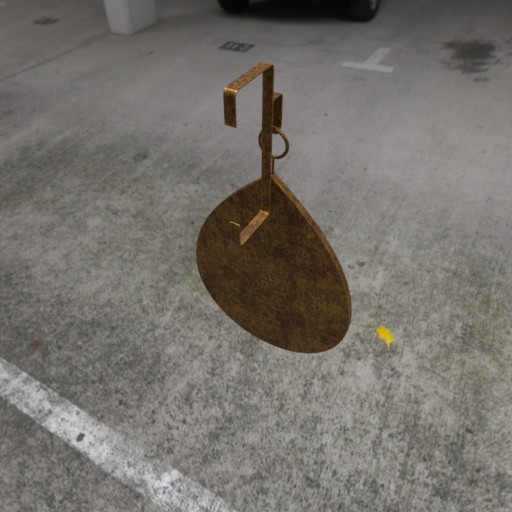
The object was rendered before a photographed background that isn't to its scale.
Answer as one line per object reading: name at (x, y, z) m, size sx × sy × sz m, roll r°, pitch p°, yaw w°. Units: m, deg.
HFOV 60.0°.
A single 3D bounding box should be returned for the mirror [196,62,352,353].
mirror at (0.000, 0.000, 0.892) m, size 0.405 × 0.744 × 0.144 m, roll 22°, pitch 49°, yaw 21°
